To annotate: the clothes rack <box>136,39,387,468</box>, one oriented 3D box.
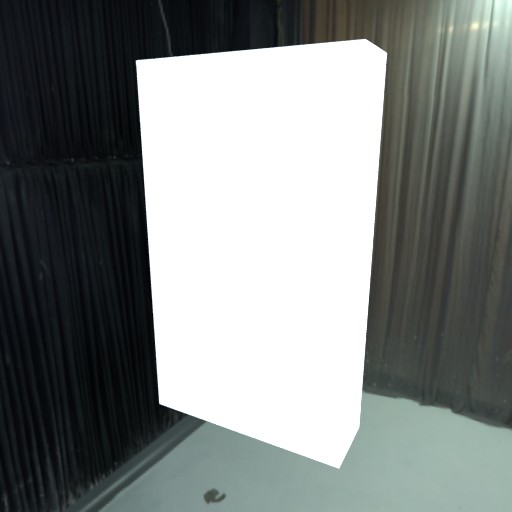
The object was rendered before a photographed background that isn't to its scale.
[{"bbox_3d":[0.000,0.000,1.549,0.750,1.280,0.250,8,18,27],"label":"clothes rack"}]
